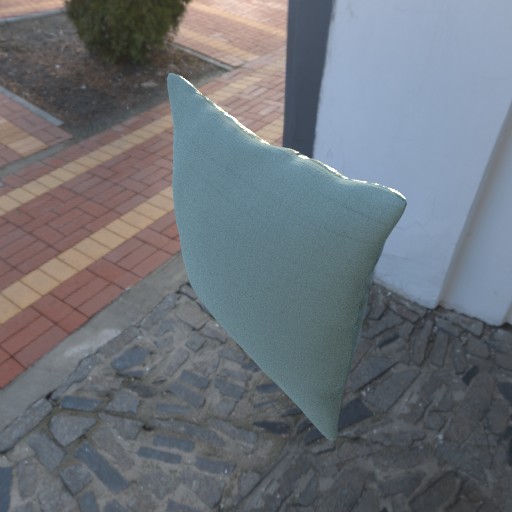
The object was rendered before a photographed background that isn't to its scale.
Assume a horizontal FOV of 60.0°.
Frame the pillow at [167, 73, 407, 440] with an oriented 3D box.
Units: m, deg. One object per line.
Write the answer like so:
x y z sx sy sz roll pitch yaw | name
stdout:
0.000 0.000 0.719 0.175 0.464 0.470 -26 48 -27 | pillow
